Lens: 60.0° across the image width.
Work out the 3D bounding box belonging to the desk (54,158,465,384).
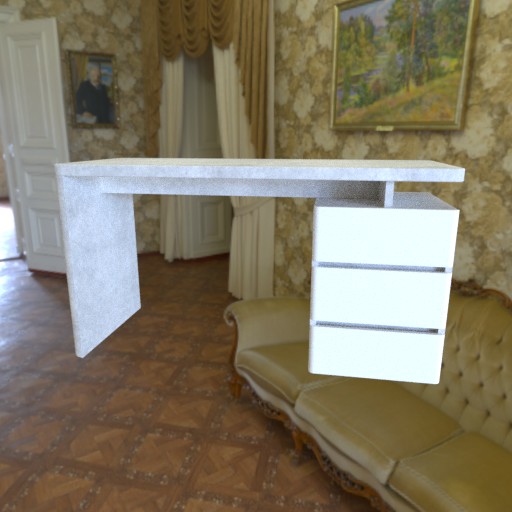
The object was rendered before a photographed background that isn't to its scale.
[{"bbox_3d":[0.000,0.000,1.816,1.400,0.755,0.550,3,15,10],"label":"desk"}]
